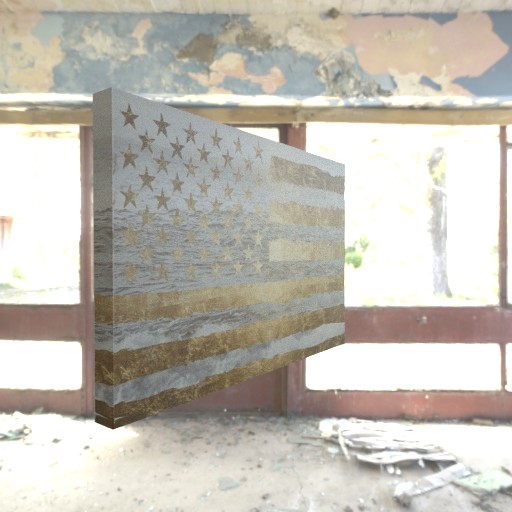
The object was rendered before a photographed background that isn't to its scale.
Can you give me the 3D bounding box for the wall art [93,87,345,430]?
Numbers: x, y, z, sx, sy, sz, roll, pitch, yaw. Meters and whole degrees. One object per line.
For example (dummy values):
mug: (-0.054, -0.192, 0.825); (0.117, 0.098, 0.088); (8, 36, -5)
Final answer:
wall art: (0.000, 0.000, 0.776); (0.041, 0.407, 0.606); (1, 1, 38)
